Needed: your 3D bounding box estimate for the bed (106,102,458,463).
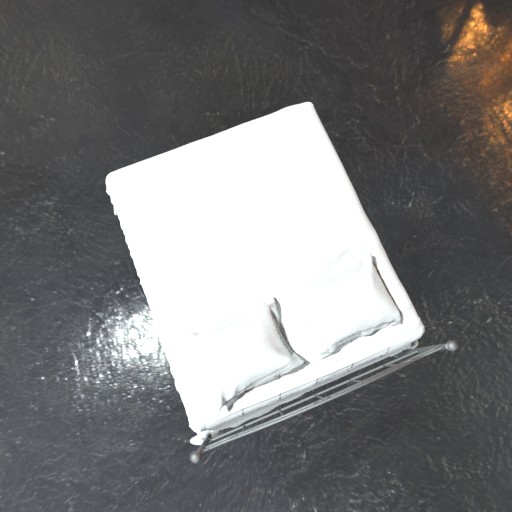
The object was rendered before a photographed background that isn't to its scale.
[{"bbox_3d":[0.000,0.000,3.237,1.936,1.080,2.215,-21,76,-6],"label":"bed"}]
